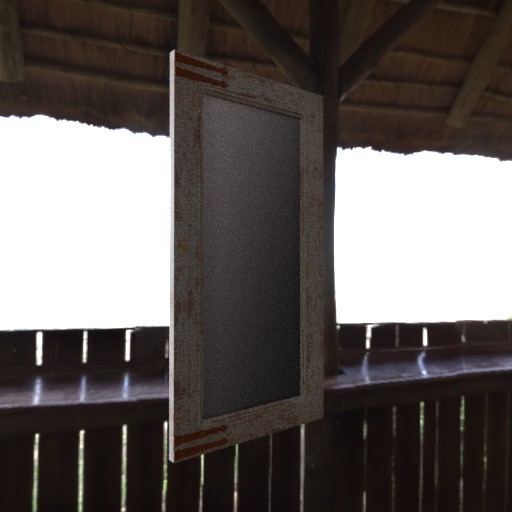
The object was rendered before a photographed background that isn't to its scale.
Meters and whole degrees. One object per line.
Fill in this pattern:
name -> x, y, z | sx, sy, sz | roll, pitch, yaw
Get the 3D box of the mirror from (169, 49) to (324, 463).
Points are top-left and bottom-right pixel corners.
mirror -> 0.000, 0.000, 1.136 | 0.472, 0.922, 0.027 | 0, -1, -37
